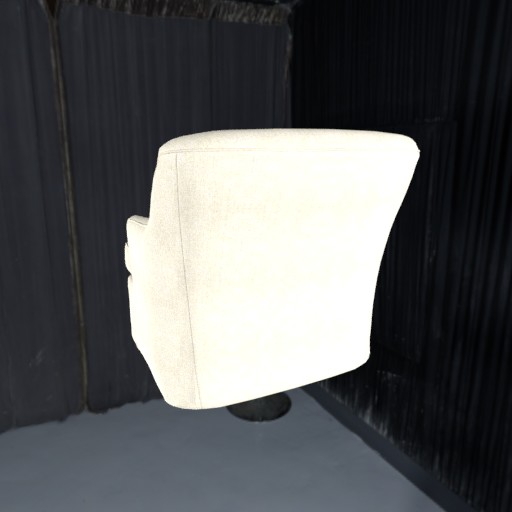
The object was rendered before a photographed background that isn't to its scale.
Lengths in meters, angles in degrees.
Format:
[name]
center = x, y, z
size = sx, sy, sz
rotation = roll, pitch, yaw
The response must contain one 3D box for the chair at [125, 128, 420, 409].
[chair]
center = 0.000, 0.000, 1.611
size = 0.864, 0.856, 0.923
rotation = -7, 15, -27
